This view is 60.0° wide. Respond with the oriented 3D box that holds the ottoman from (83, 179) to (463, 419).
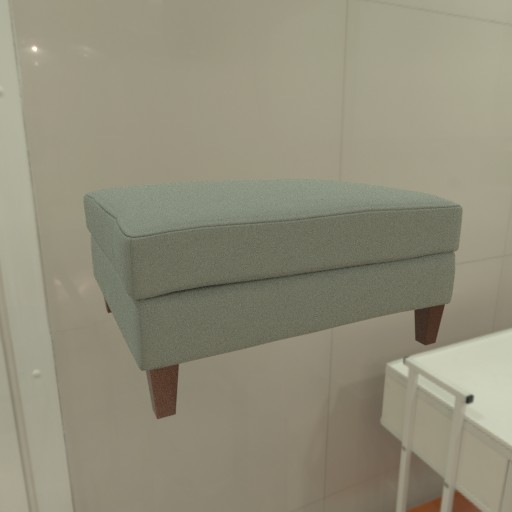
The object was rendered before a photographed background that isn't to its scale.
[{"bbox_3d":[0.000,0.000,1.488,0.991,0.494,0.842,-7,16,-26],"label":"ottoman"}]
